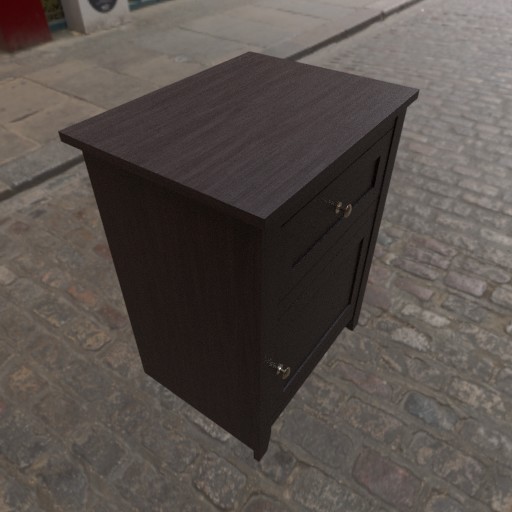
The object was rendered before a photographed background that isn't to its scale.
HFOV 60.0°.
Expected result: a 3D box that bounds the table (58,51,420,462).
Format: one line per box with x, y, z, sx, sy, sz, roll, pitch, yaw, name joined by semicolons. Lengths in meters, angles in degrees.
0.000;0.000;0.930;0.381;0.635;0.480;25;47;26;table
